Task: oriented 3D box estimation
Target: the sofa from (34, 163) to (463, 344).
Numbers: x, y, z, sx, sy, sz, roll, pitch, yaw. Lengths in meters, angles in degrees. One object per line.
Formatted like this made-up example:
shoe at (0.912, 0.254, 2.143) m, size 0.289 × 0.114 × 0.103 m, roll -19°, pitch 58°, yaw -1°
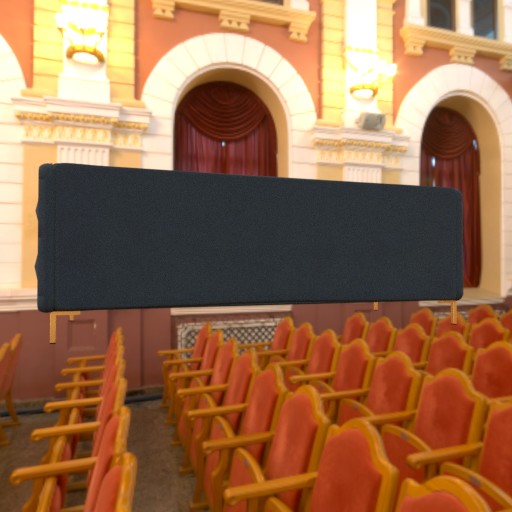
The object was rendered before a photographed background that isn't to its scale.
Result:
sofa at (0.000, 0.000, 2.566) m, size 2.209 × 0.771 × 0.895 m, roll 0°, pitch -1°, yaw -17°
